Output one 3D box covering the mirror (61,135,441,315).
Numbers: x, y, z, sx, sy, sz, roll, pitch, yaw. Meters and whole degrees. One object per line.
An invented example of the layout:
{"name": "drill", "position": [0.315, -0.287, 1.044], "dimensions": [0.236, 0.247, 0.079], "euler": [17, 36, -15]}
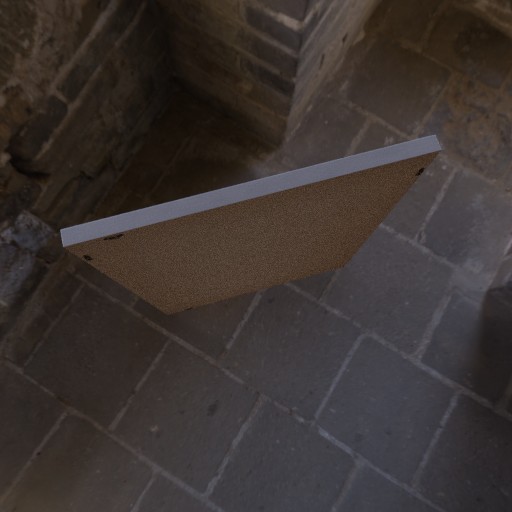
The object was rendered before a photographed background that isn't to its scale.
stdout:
{"name": "mirror", "position": [0.000, 0.000, 1.356], "dimensions": [0.762, 1.016, 0.041], "euler": [-15, 76, -4]}
